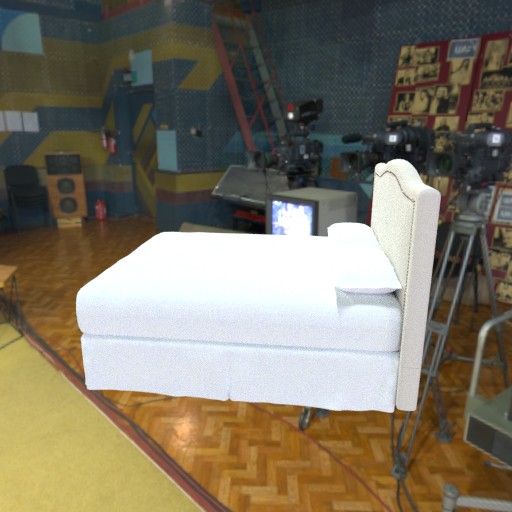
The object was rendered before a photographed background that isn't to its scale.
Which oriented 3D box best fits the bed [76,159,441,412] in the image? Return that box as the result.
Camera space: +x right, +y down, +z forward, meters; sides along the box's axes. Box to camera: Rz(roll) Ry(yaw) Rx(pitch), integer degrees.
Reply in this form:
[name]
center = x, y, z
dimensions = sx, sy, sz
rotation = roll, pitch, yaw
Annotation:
[bed]
center = 0.000, 0.000, 3.380
dimensions = 2.143, 1.460, 1.753
rotation = 2, 16, 7
